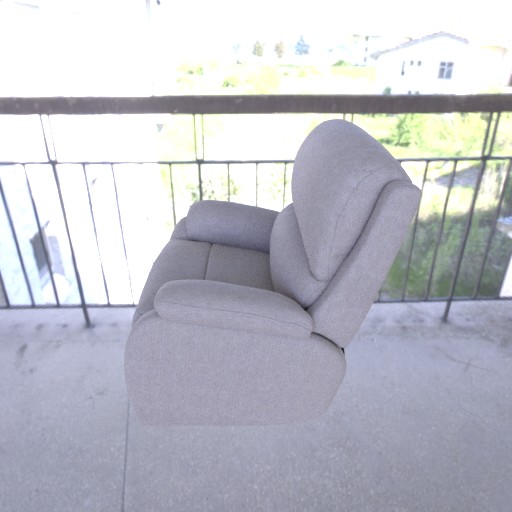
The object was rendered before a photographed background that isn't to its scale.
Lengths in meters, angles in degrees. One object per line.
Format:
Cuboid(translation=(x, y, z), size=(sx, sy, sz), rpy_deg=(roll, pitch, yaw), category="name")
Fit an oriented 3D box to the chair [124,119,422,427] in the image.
Cuboid(translation=(0.000, 0.000, 1.744), size=(0.899, 1.011, 0.930), rpy_deg=(0, 26, 0), category="chair")
